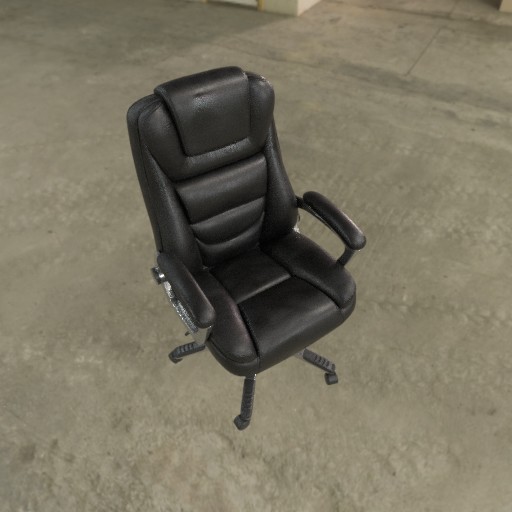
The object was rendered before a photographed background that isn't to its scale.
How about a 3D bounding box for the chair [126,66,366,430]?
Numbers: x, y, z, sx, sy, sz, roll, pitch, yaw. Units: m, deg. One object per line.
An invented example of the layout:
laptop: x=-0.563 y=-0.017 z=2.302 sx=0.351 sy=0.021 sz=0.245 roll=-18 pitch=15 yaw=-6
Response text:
chair: x=0.000 y=0.000 z=1.536 sx=0.697 sy=1.075 sz=0.689 roll=-25 pitch=50 yaw=-23
